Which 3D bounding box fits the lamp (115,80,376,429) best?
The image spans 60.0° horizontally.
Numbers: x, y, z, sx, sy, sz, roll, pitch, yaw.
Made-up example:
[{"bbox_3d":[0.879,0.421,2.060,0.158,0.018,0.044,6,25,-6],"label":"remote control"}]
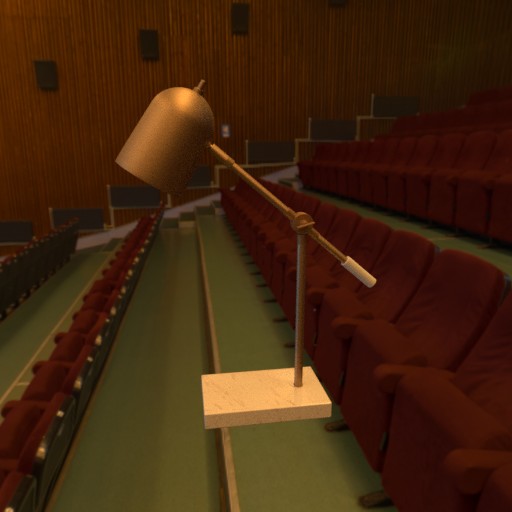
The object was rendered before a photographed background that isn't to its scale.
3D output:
[{"bbox_3d":[0.000,0.000,0.814,0.471,0.603,0.144,-2,14,-9],"label":"lamp"}]
